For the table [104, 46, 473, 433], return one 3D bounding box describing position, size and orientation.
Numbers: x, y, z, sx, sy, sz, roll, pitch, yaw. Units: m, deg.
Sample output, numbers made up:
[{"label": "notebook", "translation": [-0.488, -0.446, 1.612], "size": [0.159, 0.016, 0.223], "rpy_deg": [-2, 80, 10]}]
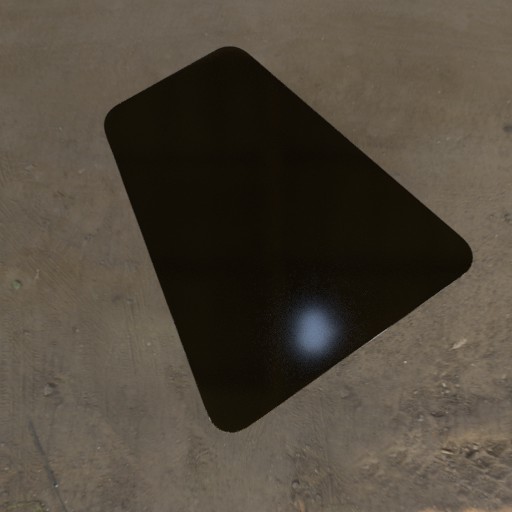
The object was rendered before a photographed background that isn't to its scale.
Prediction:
[{"label": "table", "translation": [0.000, 0.000, 0.940], "size": [0.427, 0.624, 0.500], "rpy_deg": [-33, 78, -8]}]
